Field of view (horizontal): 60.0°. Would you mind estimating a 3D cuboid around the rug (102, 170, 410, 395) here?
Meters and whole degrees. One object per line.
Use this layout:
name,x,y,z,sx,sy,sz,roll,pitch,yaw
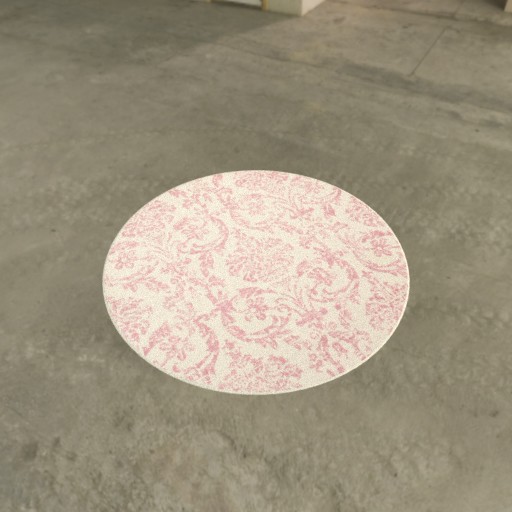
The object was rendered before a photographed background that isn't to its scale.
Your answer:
rug,0.000,0.000,2.366,1.593,0.012,1.593,0,45,0
